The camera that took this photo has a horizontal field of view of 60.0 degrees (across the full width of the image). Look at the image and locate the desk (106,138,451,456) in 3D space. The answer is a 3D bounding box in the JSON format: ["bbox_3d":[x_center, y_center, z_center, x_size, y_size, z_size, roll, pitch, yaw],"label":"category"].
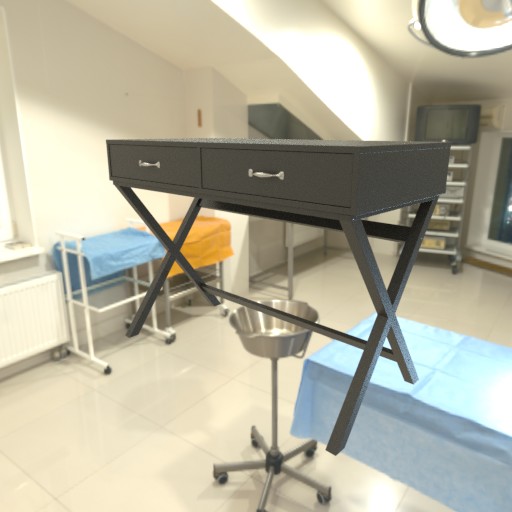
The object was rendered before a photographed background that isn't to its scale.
[{"bbox_3d":[0.000,0.000,1.551,1.057,0.780,0.525,14,21,41],"label":"desk"}]
